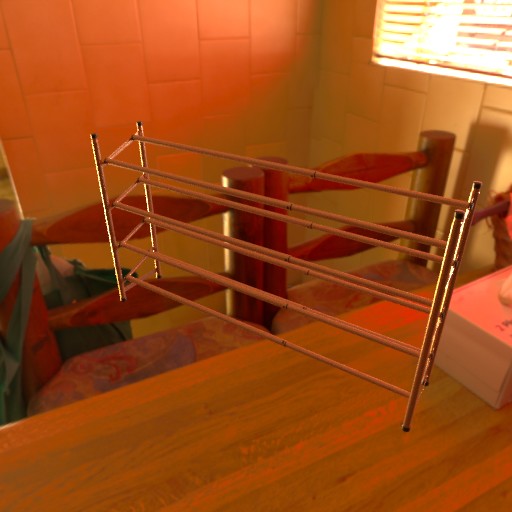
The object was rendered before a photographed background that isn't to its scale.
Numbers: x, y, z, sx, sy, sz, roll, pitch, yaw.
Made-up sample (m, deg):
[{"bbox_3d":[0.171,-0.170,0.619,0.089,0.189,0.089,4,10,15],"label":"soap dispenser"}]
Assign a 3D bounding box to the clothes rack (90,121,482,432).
[{"bbox_3d":[0.000,0.000,1.433,1.168,0.672,0.229,18,34,28],"label":"clothes rack"}]
